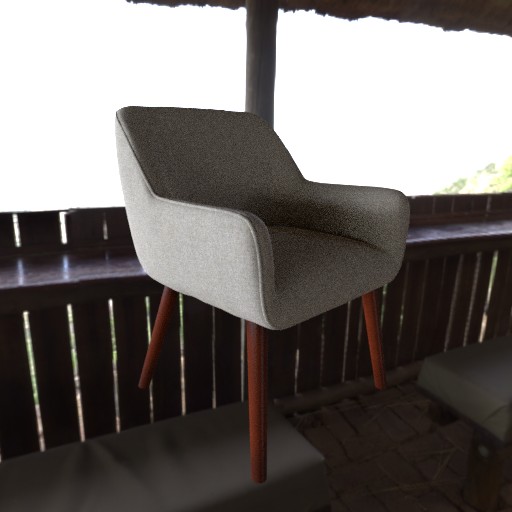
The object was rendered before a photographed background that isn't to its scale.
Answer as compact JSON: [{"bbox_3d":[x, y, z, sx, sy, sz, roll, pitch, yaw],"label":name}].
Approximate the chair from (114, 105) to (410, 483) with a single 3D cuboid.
[{"bbox_3d":[0.000,0.000,1.240,0.610,0.813,0.610,-15,21,-43],"label":"chair"}]
